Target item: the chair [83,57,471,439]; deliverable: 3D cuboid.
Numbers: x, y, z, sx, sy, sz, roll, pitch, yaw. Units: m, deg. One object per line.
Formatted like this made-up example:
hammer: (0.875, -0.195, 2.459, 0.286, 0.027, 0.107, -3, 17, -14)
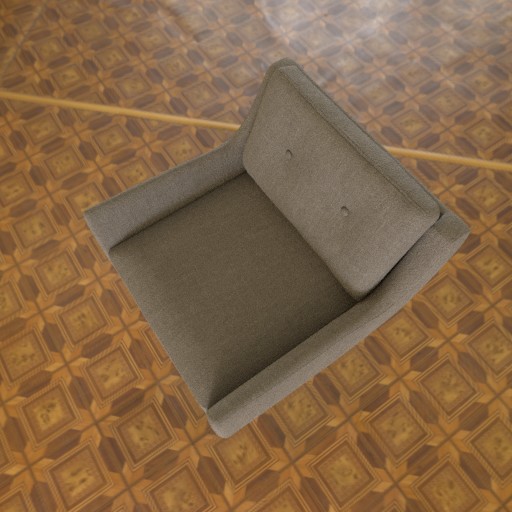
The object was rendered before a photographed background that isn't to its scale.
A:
chair: (0.000, 0.000, 1.523, 0.849, 0.828, 0.847, -32, 68, -15)
